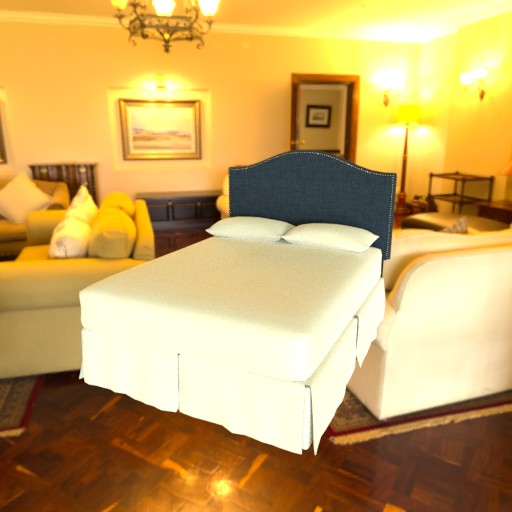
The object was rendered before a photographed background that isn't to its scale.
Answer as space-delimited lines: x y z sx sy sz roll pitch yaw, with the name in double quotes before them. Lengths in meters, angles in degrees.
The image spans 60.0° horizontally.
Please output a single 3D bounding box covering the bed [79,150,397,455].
"bed" 0.000 0.000 3.394 1.713 1.518 2.153 7 17 25
